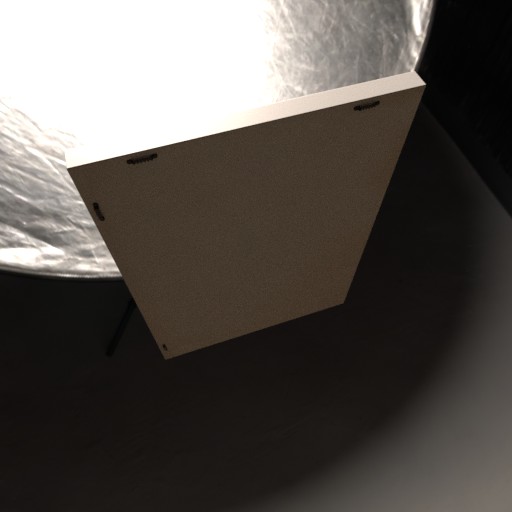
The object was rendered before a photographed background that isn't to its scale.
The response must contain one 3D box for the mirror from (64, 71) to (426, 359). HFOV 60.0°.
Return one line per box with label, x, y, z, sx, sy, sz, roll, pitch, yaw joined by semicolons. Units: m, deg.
mirror;0.000;0.000;0.901;0.507;0.710;0.039;-16;59;-10
